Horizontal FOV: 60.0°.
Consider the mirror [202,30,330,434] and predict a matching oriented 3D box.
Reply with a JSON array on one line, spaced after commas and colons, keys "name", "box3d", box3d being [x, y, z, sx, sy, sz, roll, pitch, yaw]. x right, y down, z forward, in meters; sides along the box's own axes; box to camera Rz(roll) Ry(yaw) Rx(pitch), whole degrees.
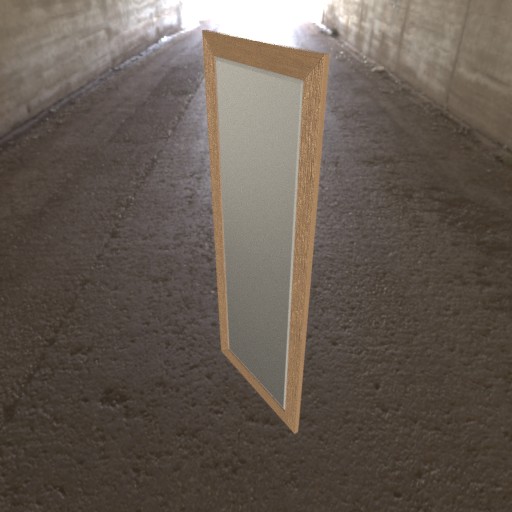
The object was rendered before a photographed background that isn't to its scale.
[{"name": "mirror", "box3d": [0.000, 0.000, 2.302, 0.026, 2.031, 0.812, -21, 39, -29]}]
